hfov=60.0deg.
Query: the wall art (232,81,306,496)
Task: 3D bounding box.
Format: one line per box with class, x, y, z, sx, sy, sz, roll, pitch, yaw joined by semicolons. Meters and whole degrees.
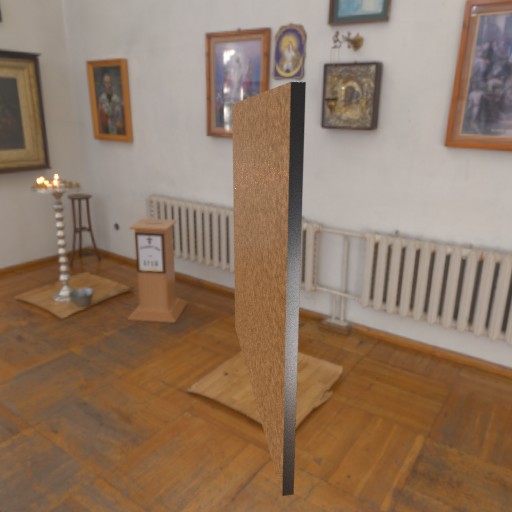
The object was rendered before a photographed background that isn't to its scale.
wall art;0.000;0.000;0.658;0.014;0.445;0.446;-3;17;-9
